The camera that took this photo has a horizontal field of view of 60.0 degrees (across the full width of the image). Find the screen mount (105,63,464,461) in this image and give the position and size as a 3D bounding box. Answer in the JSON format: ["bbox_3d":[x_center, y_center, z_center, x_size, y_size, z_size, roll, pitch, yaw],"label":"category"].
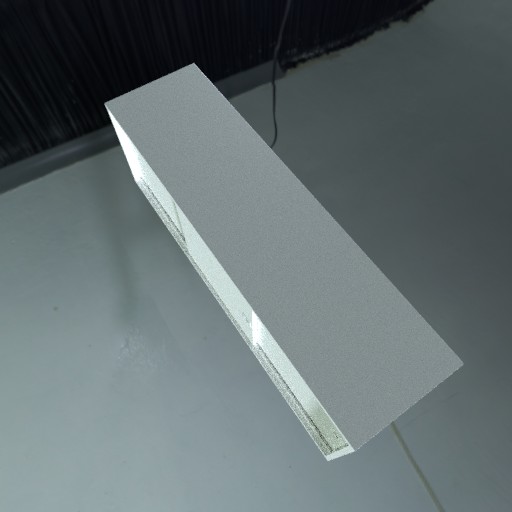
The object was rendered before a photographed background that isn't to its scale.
[{"bbox_3d":[0.000,0.000,1.752,0.400,0.619,1.490,-31,67,-15],"label":"screen mount"}]
